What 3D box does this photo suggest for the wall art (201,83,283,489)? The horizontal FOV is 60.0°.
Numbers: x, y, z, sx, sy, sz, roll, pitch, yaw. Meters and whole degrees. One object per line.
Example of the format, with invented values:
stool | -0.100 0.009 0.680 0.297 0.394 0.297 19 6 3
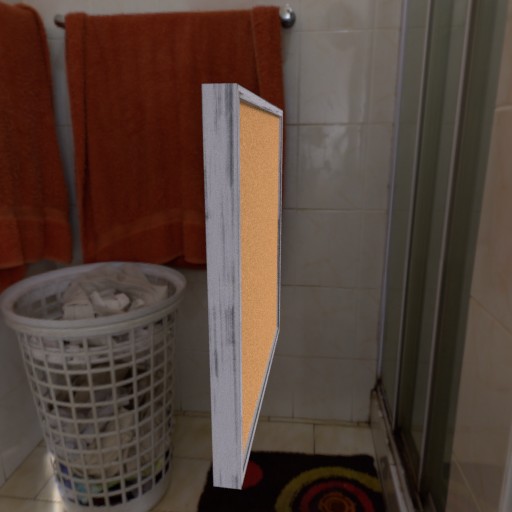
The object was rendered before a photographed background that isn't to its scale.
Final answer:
wall art | 0.000 0.000 0.766 0.038 0.506 0.506 2 15 8
